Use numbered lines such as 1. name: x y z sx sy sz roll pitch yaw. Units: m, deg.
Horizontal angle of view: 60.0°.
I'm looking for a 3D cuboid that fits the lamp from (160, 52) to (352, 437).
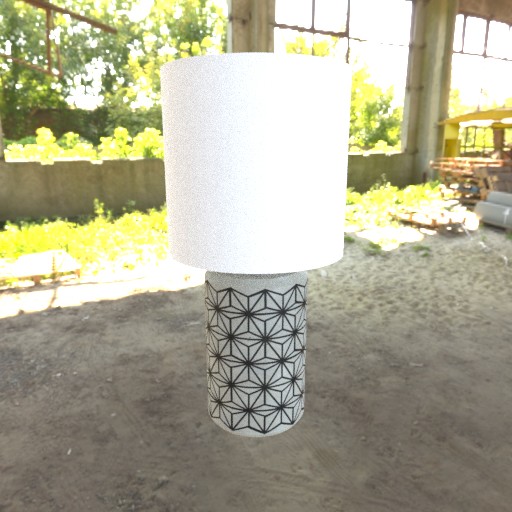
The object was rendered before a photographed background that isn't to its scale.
1. lamp: 0.000 0.000 0.536 0.206 0.416 0.206 7 15 25
